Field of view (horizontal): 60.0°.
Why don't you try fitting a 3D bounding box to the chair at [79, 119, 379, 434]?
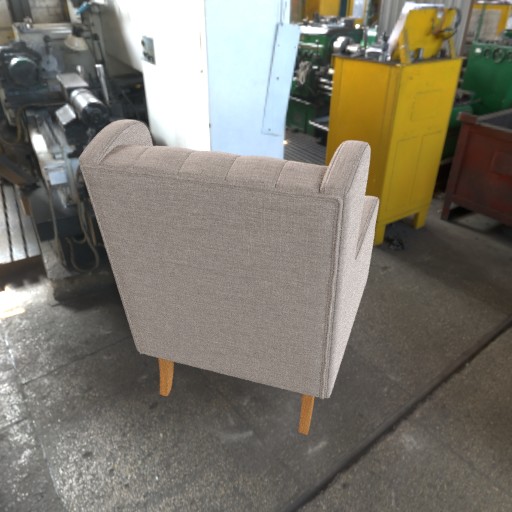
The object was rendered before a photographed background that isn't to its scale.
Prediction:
[{"bbox_3d":[0.000,0.000,1.457,0.710,0.930,0.760,10,33,15],"label":"chair"}]
